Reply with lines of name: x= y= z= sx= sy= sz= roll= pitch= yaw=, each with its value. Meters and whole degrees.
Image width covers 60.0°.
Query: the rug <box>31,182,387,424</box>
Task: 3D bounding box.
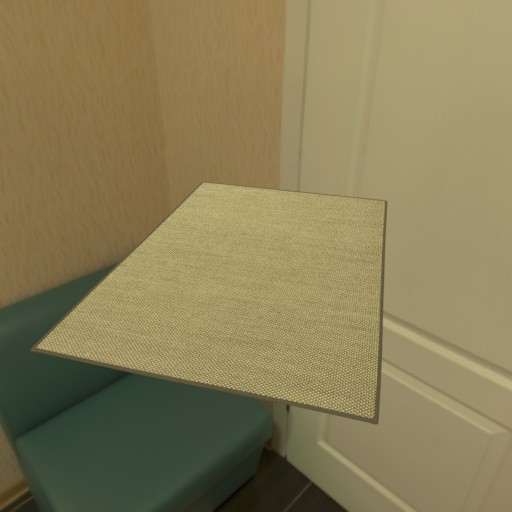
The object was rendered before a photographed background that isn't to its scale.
rug: x=0.000 y=0.000 z=2.694 sx=1.523 sy=0.012 sz=2.133 roll=8 pitch=32 yaw=13
